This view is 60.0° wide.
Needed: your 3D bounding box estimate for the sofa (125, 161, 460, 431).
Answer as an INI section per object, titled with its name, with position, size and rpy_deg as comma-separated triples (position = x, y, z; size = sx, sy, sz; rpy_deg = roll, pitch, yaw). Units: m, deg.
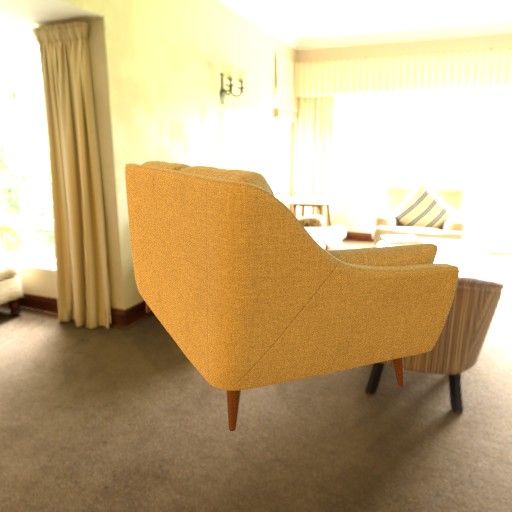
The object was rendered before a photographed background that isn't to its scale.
[sofa]
position = 0.000, 0.000, 2.169
size = 0.965, 0.888, 1.652
rpy_deg = -7, 15, -26
